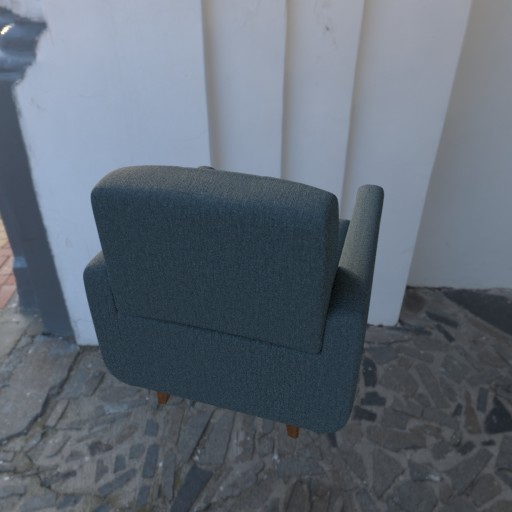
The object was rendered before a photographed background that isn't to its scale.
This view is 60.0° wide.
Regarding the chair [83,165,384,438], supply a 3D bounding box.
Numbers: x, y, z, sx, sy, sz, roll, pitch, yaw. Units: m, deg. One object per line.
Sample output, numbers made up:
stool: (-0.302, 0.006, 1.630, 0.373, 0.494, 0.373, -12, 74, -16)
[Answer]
chair: (0.000, 0.000, 1.698, 0.880, 0.940, 0.964, 9, 33, 14)
